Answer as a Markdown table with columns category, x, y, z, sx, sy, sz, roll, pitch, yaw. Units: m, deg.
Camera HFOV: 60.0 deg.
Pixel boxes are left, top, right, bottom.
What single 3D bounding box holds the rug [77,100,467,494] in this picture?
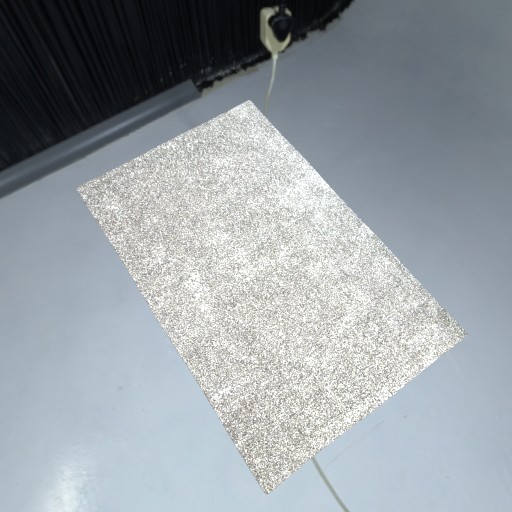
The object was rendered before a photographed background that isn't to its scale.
| category | x | y | z | sx | sy | sz | roll | pitch | yaw |
| --- | --- | --- | --- | --- | --- | --- | --- | --- | --- |
| rug | 0.000 | 0.000 | 2.925 | 1.502 | 0.025 | 2.350 | -32 | 68 | -15 |
